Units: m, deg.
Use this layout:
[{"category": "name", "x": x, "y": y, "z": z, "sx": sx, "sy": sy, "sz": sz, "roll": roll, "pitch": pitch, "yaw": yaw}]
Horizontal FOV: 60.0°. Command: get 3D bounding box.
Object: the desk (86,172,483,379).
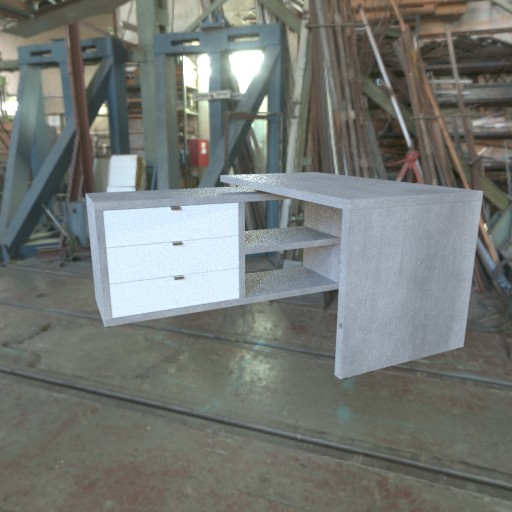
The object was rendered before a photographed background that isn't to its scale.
[{"category": "desk", "x": 0.000, "y": 0.000, "z": 2.302, "sx": 1.500, "sy": 0.740, "sz": 1.400, "roll": -7, "pitch": 16, "yaw": -24}]
